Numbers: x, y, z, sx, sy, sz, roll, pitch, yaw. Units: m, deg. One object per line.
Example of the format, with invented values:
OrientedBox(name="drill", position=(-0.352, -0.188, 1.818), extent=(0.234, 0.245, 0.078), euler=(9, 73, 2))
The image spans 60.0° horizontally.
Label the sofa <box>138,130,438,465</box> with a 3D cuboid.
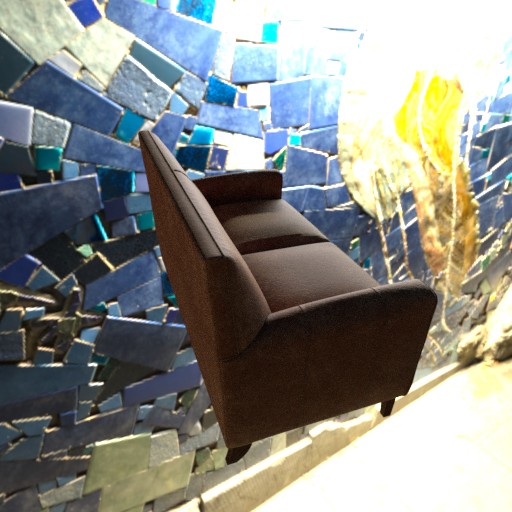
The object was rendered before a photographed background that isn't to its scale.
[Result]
OrientedBox(name="sofa", position=(0.000, 0.000, 1.998), extent=(0.787, 0.871, 1.473), euler=(-9, 30, -17))
